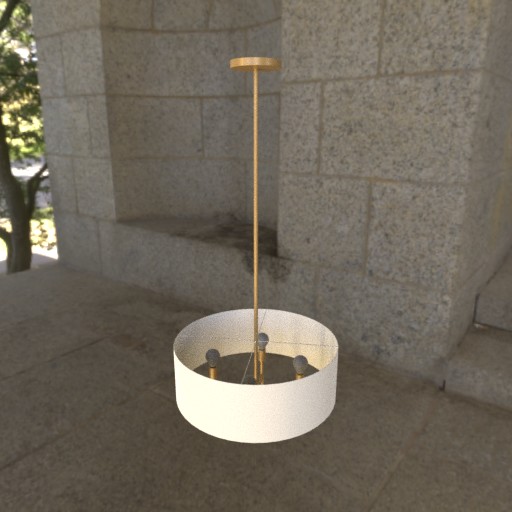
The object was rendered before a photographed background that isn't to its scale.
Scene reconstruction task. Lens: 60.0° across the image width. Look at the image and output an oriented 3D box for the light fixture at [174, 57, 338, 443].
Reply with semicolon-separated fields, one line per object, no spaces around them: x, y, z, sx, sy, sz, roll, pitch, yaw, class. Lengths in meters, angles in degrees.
0.000;0.000;1.312;0.508;1.067;0.508;0;16;0;light fixture
